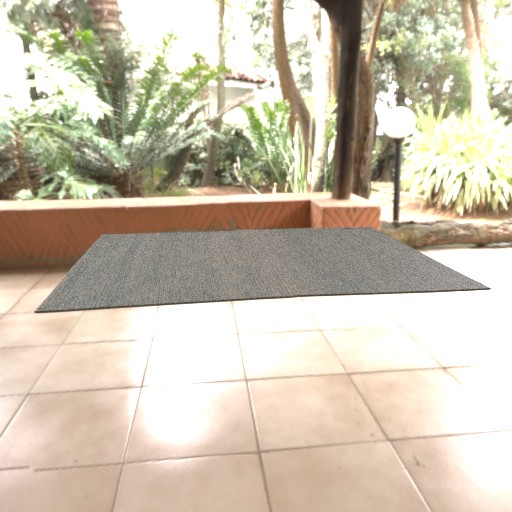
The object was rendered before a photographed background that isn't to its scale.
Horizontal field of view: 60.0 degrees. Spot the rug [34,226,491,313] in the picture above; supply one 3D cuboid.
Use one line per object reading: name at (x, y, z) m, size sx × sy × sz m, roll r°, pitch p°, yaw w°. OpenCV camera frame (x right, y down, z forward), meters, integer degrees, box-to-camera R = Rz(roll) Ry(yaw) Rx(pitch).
rug at (0.000, 0.000, 2.966) m, size 2.306 × 0.030 × 1.613 m, roll -2°, pitch 16°, yaw -8°
